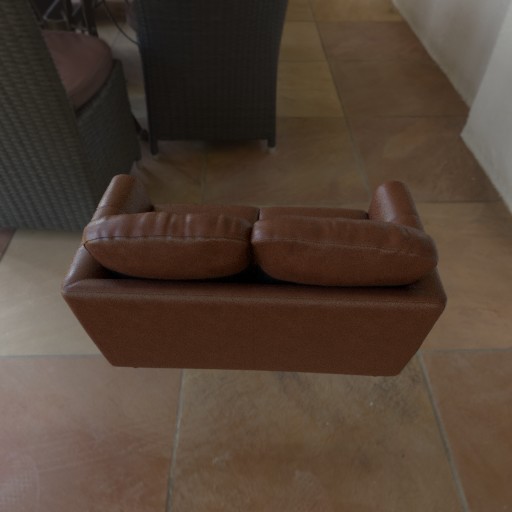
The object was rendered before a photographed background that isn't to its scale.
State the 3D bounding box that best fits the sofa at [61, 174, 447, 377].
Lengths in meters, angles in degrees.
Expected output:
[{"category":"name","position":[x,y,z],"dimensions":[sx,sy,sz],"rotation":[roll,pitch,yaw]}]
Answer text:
[{"category":"sofa","position":[0.000,0.000,1.926],"dimensions":[1.406,0.906,0.805],"rotation":[2,46,2]}]
